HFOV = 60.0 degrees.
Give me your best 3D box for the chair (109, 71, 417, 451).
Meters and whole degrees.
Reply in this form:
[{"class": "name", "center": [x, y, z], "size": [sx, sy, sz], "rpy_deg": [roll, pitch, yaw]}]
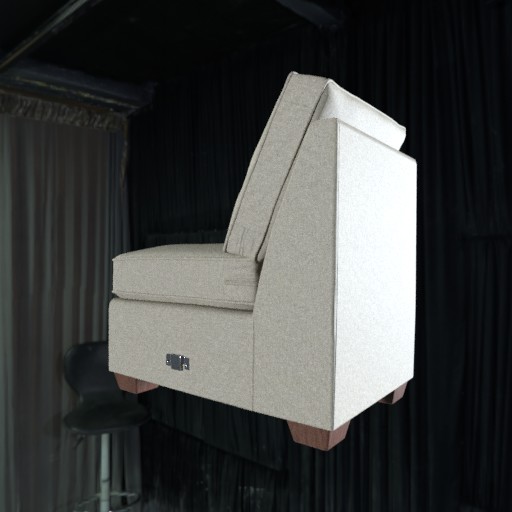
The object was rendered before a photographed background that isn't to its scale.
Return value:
[{"class": "chair", "center": [0.000, 0.000, 1.707], "size": [1.020, 1.058, 0.674], "rpy_deg": [0, 0, 37]}]
